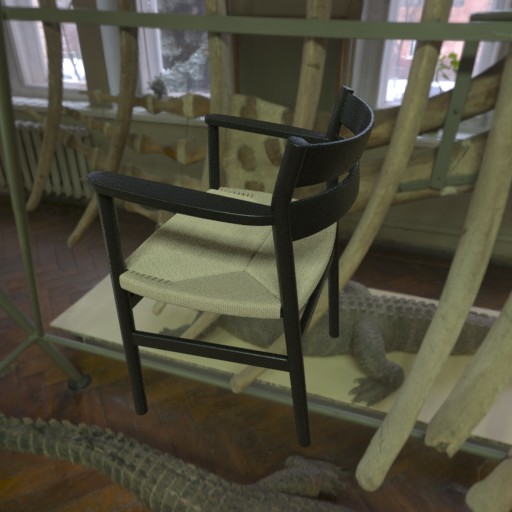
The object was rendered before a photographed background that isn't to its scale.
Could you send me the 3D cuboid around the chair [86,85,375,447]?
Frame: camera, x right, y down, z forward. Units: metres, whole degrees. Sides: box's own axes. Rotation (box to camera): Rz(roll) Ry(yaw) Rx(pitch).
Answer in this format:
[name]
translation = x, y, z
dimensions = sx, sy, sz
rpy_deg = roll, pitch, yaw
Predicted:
[chair]
translation = 0.000, 0.000, 1.155
dimensions = 0.508, 0.775, 0.630
rpy_deg = 9, 31, 16
